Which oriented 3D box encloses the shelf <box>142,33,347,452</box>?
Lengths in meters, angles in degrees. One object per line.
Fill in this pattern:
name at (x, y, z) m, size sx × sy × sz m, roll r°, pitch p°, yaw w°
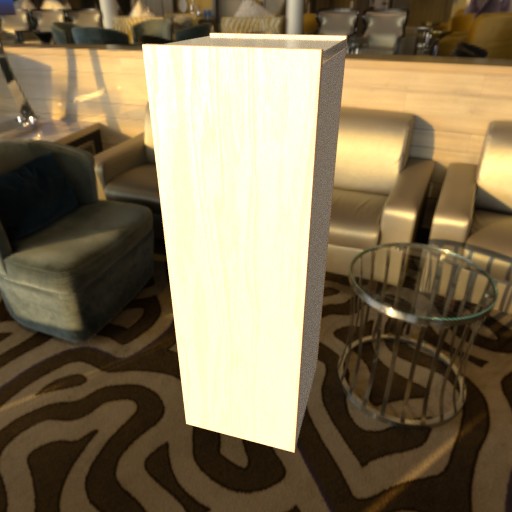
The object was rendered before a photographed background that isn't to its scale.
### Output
shelf at (0.000, 0.000, 1.023) m, size 0.290 × 0.900 × 0.300 m, roll 9°, pitch 31°, yaw 15°
